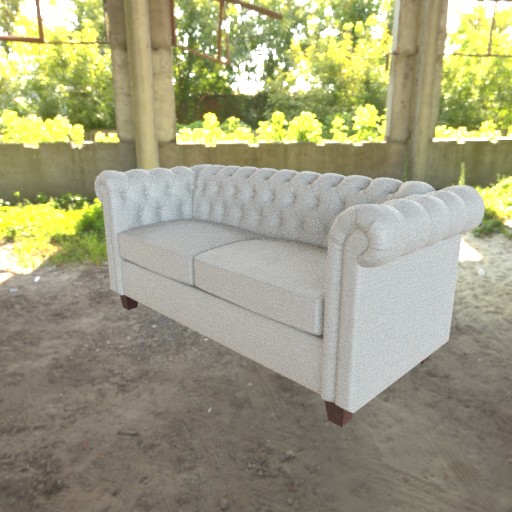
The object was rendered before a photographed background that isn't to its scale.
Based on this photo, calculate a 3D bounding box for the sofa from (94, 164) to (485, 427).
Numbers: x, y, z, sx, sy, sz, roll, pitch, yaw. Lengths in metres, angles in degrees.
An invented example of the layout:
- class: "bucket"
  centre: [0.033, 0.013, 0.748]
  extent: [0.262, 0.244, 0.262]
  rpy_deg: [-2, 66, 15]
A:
- class: "sofa"
  centre: [0.000, 0.000, 2.181]
  extent: [0.783, 0.797, 1.798]
  rpy_deg: [-15, 22, -43]
